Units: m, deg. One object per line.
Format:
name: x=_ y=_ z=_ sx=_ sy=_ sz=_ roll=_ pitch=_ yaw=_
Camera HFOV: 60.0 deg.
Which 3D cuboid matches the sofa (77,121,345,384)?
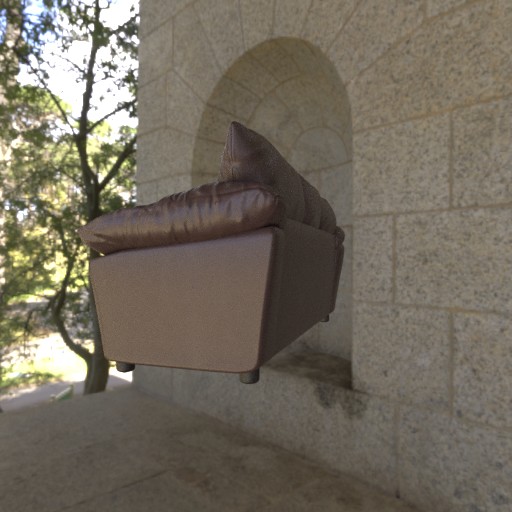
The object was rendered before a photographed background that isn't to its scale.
sofa: x=0.000 y=0.000 z=2.864 sx=0.907 sy=1.091 sz=2.390 roll=0 pitch=0 yaw=18
